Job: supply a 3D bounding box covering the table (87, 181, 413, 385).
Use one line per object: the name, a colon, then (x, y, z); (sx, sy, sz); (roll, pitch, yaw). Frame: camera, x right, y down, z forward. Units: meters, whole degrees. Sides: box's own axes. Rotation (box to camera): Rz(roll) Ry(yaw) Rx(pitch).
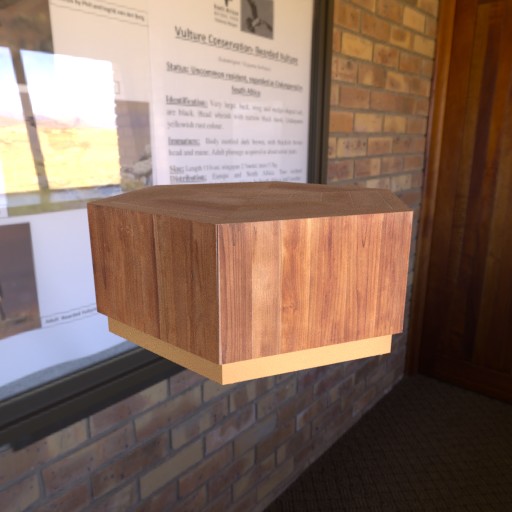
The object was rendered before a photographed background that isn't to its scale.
table: (0.000, 0.000, 1.666); (1.000, 0.456, 1.154); (2, 15, 9)
